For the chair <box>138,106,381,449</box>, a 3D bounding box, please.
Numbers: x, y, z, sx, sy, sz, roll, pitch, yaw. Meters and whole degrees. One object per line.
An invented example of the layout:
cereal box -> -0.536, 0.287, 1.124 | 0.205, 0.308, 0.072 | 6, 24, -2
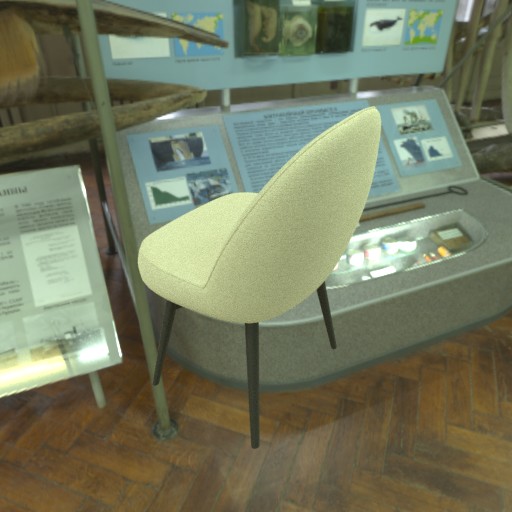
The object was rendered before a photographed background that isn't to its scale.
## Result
chair -> 0.000, 0.000, 1.195 | 0.540, 0.838, 0.532 | 20, 37, 29
